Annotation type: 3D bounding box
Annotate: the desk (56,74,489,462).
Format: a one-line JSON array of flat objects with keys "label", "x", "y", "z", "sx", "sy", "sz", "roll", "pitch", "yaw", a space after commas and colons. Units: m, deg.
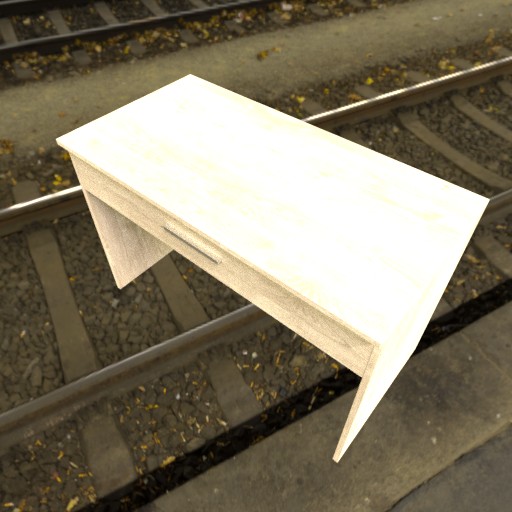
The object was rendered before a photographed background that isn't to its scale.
[{"label": "desk", "x": 0.000, "y": 0.000, "z": 1.502, "sx": 1.100, "sy": 0.730, "sz": 0.560, "roll": 32, "pitch": 55, "yaw": 26}]
